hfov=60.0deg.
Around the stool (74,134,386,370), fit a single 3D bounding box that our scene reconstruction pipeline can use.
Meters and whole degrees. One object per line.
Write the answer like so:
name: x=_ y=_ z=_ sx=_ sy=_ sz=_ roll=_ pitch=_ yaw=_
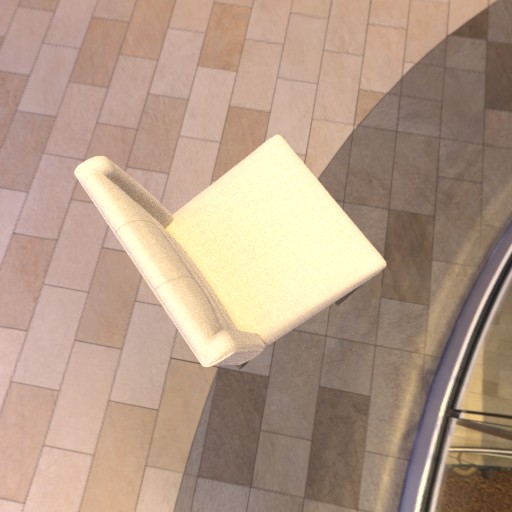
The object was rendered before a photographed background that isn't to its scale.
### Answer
stool: x=0.000 y=0.000 z=1.227 sx=0.509 sy=0.939 sz=0.474 roll=-35 pitch=76 yaw=-10
